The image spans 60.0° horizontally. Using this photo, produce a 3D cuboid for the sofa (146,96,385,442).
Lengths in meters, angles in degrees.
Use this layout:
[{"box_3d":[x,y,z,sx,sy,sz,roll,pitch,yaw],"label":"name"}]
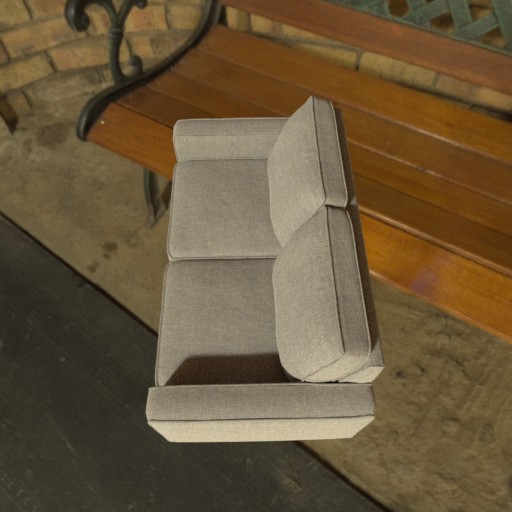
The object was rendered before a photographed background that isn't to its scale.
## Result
[{"box_3d":[0.000,0.000,2.297,0.945,0.915,1.706,-1,60,-1],"label":"sofa"}]
